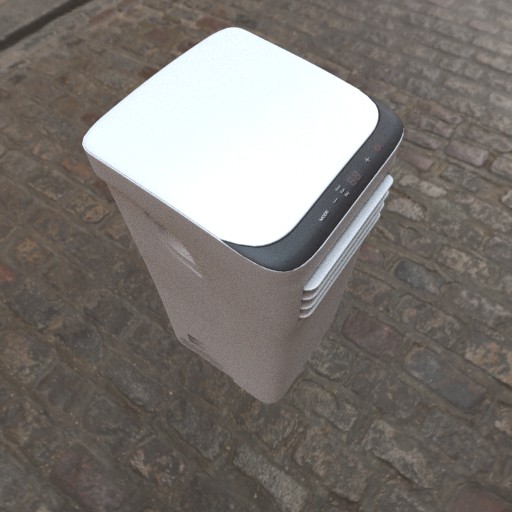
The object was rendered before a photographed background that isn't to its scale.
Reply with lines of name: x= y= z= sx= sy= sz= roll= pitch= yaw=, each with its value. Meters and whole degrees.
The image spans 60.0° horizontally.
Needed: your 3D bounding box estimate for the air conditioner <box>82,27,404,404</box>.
air conditioner: x=0.000 y=0.000 z=0.906 sx=0.369 sy=0.716 sz=0.352 roll=31 pitch=62 yaw=18
